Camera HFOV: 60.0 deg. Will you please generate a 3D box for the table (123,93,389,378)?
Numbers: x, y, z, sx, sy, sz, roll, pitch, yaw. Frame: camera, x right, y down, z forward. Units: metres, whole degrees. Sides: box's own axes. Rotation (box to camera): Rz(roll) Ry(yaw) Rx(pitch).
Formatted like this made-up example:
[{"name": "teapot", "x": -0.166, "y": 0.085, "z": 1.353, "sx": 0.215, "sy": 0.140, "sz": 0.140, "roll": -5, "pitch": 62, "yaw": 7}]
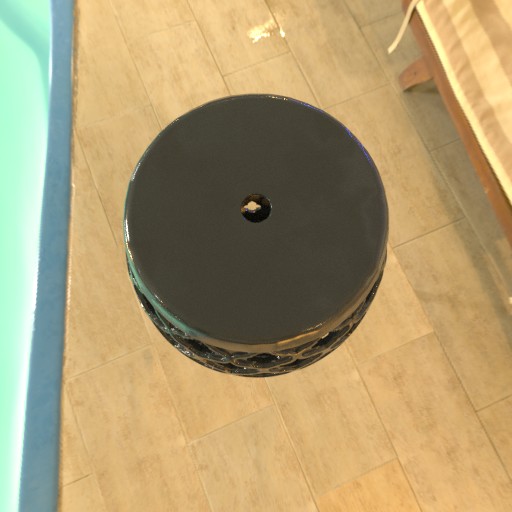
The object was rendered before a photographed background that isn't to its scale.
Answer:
[{"name": "table", "x": 0.000, "y": 0.000, "z": 0.618, "sx": 0.325, "sy": 0.388, "sz": 0.325, "roll": 0, "pitch": 76, "yaw": 0}]
